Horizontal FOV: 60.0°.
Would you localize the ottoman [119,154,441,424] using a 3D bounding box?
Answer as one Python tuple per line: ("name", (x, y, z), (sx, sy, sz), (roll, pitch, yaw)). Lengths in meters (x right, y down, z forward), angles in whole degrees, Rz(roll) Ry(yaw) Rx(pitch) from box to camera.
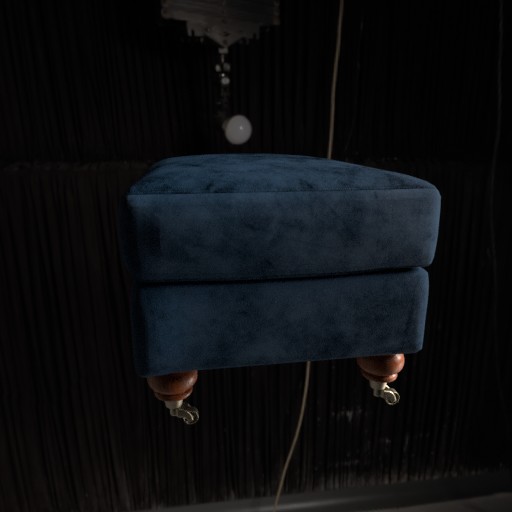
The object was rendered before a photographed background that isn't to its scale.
("ottoman", (0.000, 0.000, 1.137), (0.572, 0.503, 0.773), (-2, 15, -9))
